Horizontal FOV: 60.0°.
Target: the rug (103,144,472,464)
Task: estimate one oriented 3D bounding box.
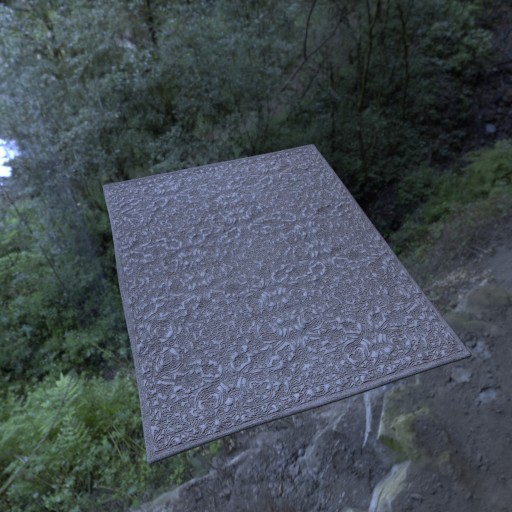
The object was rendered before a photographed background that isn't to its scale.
[{"bbox_3d":[0.000,0.000,4.073,2.472,0.035,3.017,-14,49,-13],"label":"rug"}]
